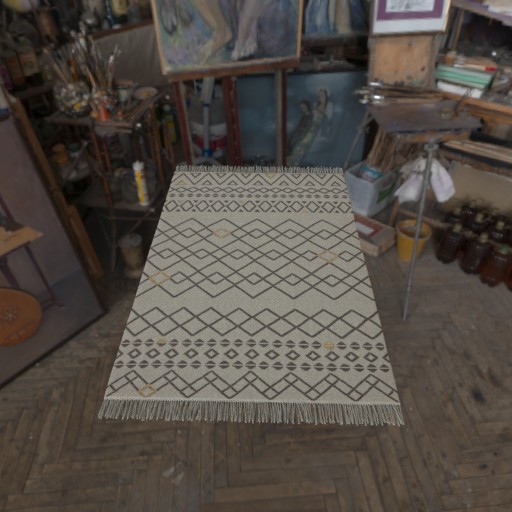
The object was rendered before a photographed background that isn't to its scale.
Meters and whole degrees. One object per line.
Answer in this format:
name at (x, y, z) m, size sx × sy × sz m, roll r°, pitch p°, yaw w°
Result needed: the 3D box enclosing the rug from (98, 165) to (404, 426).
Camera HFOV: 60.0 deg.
rug at (0.000, 0.000, 3.068) m, size 1.495 × 0.035 × 2.472 m, roll 1°, pitch 41°, yaw 1°
